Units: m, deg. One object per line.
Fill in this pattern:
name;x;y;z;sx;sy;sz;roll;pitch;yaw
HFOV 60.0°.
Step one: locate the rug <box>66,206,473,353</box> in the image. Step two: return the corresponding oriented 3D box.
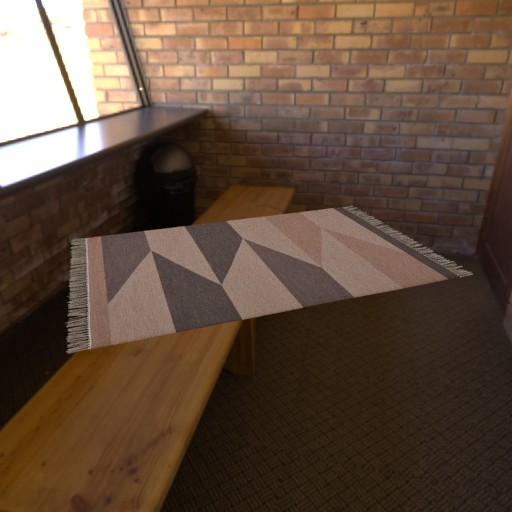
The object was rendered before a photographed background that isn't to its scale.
rug;0.000;0.000;2.548;2.021;0.027;1.224;-8;26;-18
